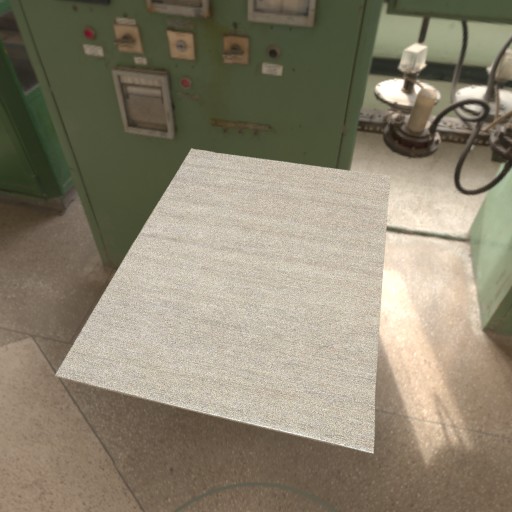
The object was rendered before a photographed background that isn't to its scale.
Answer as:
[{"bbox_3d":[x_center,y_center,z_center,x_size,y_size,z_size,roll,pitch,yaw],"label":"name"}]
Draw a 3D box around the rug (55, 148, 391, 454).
[{"bbox_3d":[0.000,0.000,4.832,2.757,0.051,3.626,10,48,9],"label":"rug"}]
